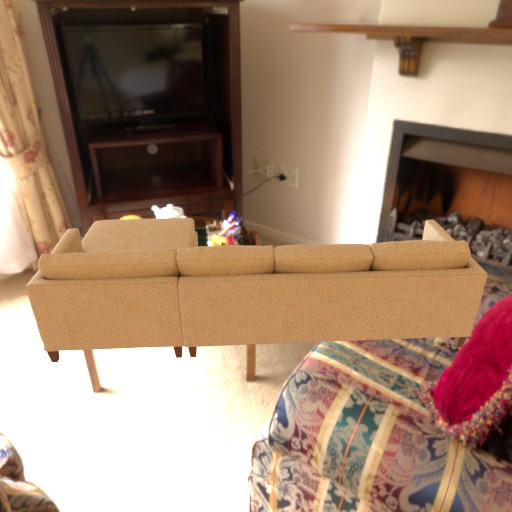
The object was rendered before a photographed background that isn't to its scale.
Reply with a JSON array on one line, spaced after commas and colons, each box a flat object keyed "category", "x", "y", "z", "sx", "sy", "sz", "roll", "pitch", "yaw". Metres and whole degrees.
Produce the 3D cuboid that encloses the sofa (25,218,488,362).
[{"category": "sofa", "x": 0.000, "y": 0.000, "z": 3.841, "sx": 3.186, "sy": 0.846, "sz": 1.625, "roll": -2, "pitch": 29, "yaw": -3}]
